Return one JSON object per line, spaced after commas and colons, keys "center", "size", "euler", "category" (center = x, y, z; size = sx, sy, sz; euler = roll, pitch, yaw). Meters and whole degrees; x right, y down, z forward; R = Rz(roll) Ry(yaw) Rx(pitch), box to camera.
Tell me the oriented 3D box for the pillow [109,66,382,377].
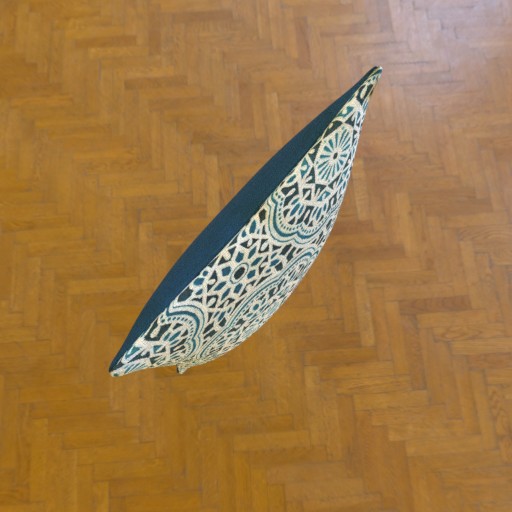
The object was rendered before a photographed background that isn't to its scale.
{"center": [0.000, 0.000, 0.654], "size": [0.145, 0.420, 0.440], "euler": [39, 79, 9], "category": "pillow"}
